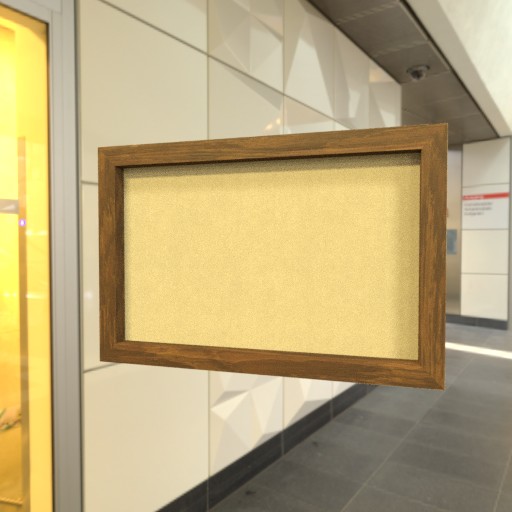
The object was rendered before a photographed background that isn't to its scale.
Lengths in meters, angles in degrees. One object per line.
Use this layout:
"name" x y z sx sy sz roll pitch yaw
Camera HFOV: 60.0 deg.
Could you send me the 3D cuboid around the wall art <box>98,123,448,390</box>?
"wall art" 0.000 0.000 0.771 0.609 0.405 0.035 0 2 16
